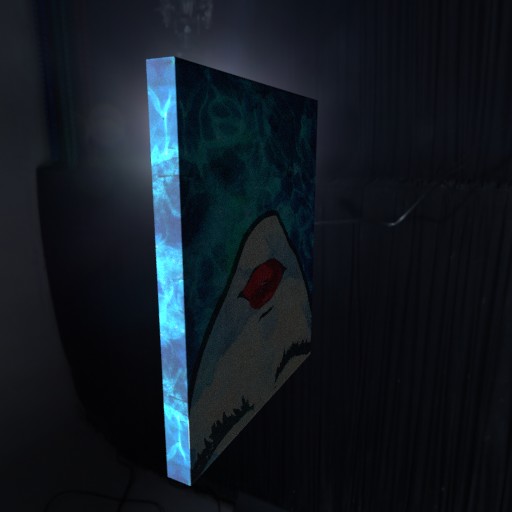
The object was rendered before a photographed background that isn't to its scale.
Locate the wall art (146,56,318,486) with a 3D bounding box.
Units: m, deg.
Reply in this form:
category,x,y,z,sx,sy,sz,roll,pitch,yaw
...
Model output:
category,x,y,z,sx,sy,sz,roll,pitch,yaw
wall art,0.000,0.000,0.701,0.038,0.508,0.432,7,15,26
